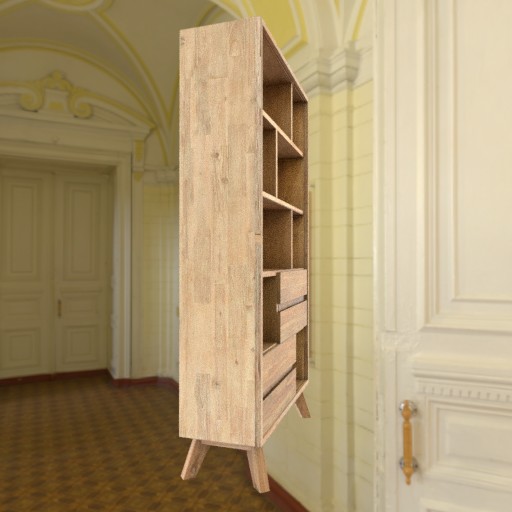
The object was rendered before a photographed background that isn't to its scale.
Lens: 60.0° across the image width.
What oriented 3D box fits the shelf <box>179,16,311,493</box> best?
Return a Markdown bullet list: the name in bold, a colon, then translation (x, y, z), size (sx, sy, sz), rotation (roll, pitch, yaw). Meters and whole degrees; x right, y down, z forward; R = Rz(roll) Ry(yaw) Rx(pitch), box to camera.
- **shelf**: translation (0.000, 0.000, 1.754), size (0.308, 1.471, 0.748), rotation (0, 0, 18)
